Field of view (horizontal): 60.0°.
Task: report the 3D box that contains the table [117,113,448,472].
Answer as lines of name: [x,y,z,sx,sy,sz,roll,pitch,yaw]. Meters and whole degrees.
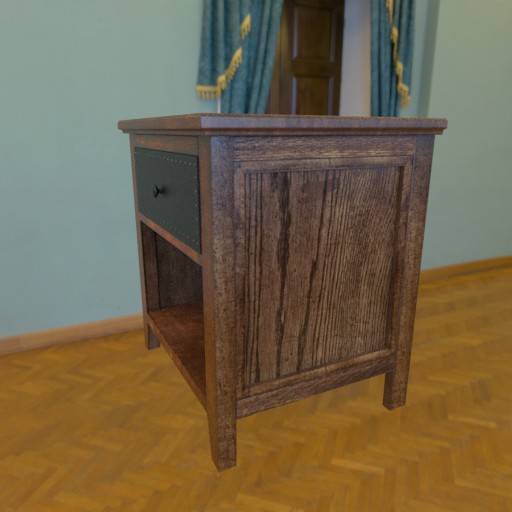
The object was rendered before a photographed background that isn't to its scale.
table: [0.000,0.000,1.012,0.461,0.597,0.586,-8,18,-26]
